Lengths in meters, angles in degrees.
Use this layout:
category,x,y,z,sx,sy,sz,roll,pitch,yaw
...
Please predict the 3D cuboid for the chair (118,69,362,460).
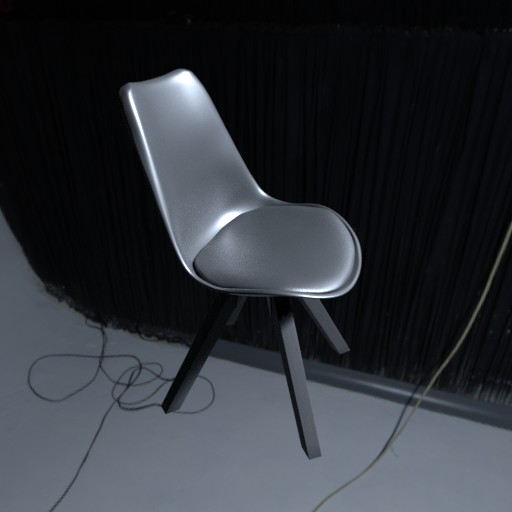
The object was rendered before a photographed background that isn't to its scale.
category,x,y,z,sx,sy,sz,roll,pitch,yaw
chair,0.000,0.000,1.146,0.530,0.850,0.485,11,32,17
